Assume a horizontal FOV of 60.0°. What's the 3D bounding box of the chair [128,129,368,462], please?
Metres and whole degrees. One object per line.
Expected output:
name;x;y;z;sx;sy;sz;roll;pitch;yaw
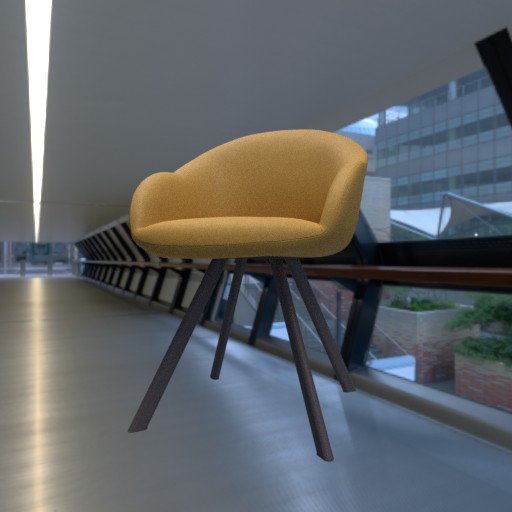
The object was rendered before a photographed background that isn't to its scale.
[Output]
chair;0.000;0.000;1.149;0.551;0.793;0.583;0;0;18
